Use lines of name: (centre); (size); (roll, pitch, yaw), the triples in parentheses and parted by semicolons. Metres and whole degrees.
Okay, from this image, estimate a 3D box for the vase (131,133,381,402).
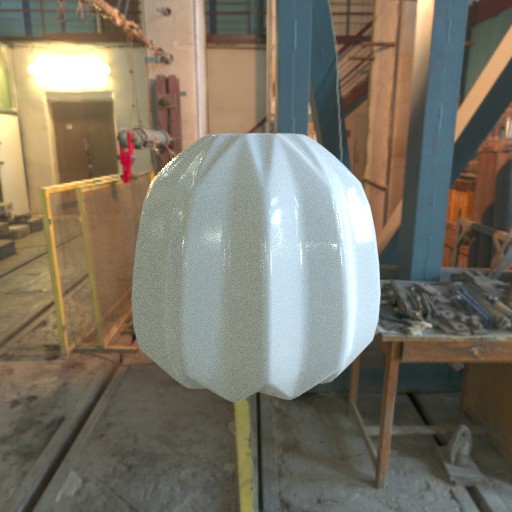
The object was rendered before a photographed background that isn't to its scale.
vase: (0.000, 0.000, 0.252); (0.139, 0.134, 0.139); (0, 14, 0)
